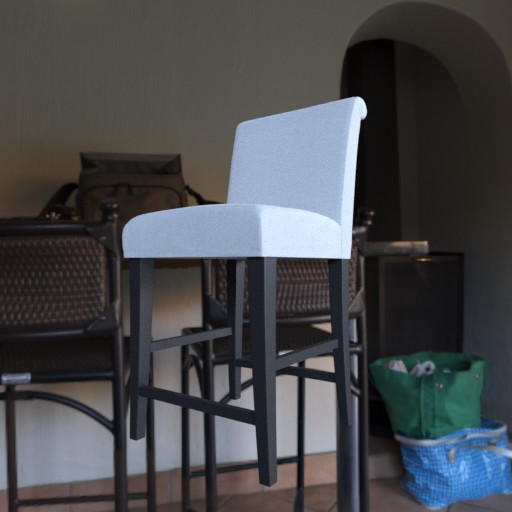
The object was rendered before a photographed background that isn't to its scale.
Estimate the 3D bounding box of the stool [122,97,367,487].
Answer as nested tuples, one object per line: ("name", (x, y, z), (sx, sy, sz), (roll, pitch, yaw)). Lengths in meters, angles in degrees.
("stool", (0.000, 0.000, 1.278), (0.452, 0.976, 0.597), (-1, -1, 35))
